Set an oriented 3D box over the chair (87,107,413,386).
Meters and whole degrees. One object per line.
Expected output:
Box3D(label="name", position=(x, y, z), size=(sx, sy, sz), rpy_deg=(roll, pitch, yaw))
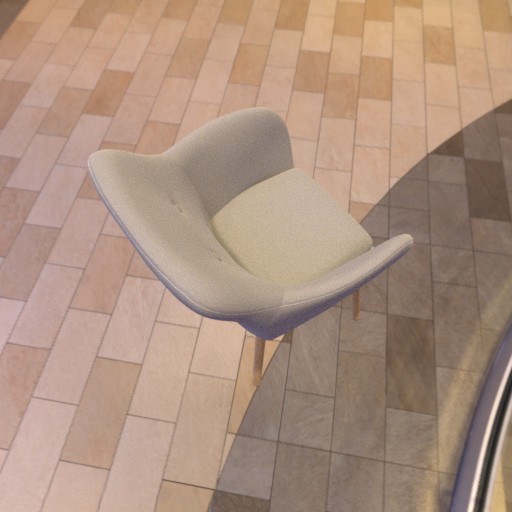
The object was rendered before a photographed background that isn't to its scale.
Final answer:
Box3D(label="chair", position=(0.000, 0.000, 1.212), size=(0.590, 0.830, 0.570), rpy_deg=(-33, 65, -17))
